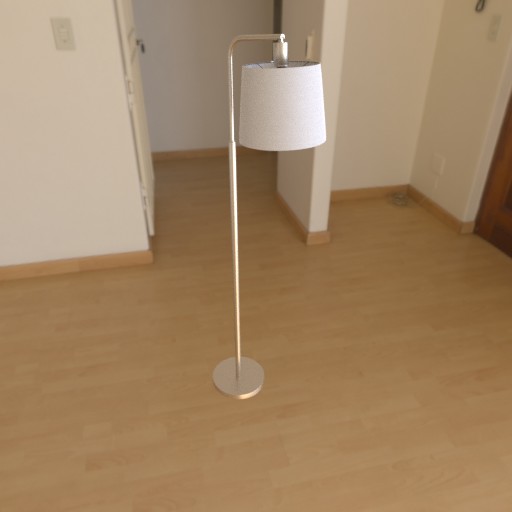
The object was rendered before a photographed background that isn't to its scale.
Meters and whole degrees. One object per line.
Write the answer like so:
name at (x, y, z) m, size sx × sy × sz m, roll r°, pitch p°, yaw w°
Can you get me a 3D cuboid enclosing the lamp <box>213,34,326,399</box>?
lamp at (0.000, 0.000, 1.632) m, size 0.254 × 1.478 × 0.508 m, roll -22°, pitch 37°, yaw -32°
